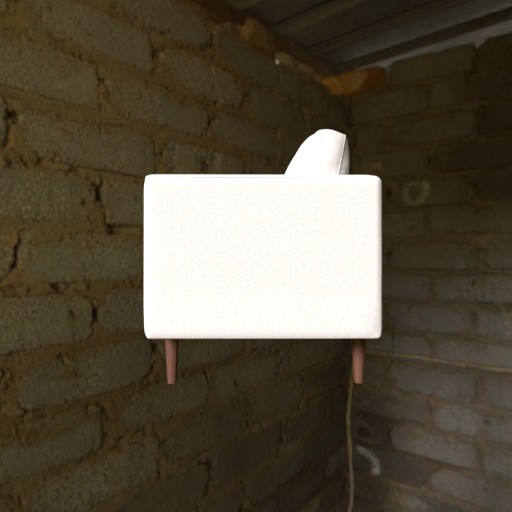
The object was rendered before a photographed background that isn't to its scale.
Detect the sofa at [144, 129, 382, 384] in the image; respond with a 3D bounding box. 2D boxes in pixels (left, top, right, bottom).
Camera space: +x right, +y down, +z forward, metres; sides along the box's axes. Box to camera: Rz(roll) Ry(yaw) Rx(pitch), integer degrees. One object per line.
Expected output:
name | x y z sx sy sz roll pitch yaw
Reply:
sofa | 0.000 0.000 2.430 0.802 0.912 2.029 0 0 -1
